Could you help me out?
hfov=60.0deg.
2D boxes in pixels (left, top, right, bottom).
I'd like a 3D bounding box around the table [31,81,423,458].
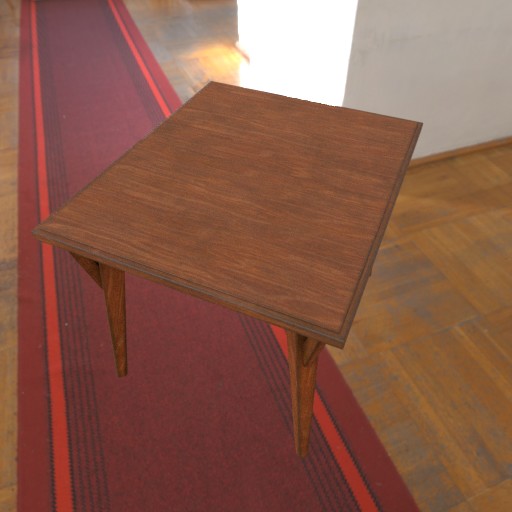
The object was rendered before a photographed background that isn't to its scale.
[{"bbox_3d":[0.000,0.000,1.611,0.838,0.761,0.991,17,48,17],"label":"table"}]
